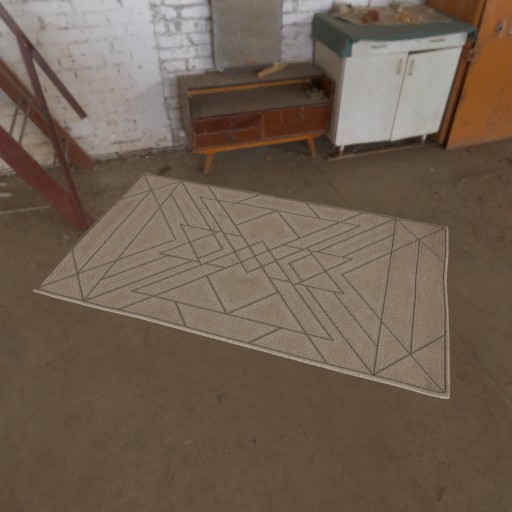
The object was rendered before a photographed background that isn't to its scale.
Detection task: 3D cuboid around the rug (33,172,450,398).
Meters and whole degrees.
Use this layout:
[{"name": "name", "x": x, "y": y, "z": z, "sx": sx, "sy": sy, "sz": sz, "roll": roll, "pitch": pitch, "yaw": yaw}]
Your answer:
[{"name": "rug", "x": 0.000, "y": 0.000, "z": 1.050, "sx": 0.869, "sy": 0.008, "sz": 0.511, "roll": 12, "pitch": 43, "yaw": 13}]
